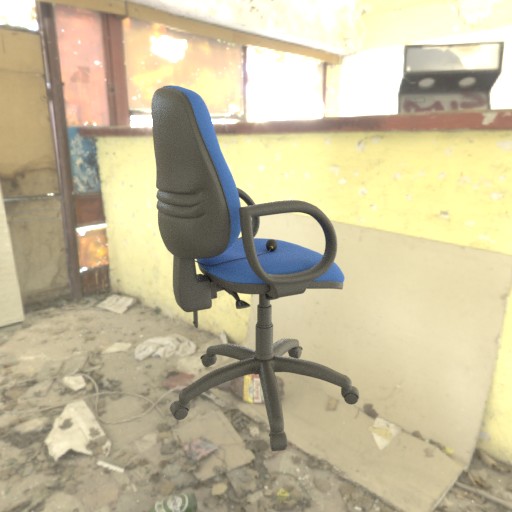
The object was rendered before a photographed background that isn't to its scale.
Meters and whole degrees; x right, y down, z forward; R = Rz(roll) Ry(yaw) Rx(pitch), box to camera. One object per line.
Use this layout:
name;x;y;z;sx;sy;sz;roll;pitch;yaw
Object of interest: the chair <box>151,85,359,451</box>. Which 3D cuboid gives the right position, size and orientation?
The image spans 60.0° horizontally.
chair;0.000;0.000;1.278;0.549;0.905;0.552;-7;16;-26
